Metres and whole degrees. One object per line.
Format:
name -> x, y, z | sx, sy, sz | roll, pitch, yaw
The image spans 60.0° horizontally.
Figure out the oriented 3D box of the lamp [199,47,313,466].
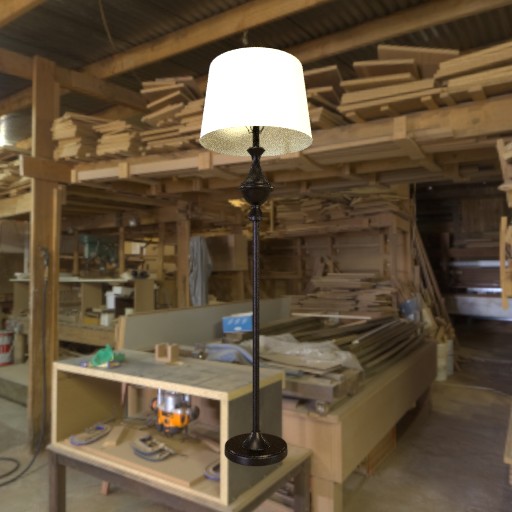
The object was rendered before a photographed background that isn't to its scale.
lamp -> 0.000, 0.000, 1.691 | 0.431, 1.484, 0.431 | 0, -1, 0
